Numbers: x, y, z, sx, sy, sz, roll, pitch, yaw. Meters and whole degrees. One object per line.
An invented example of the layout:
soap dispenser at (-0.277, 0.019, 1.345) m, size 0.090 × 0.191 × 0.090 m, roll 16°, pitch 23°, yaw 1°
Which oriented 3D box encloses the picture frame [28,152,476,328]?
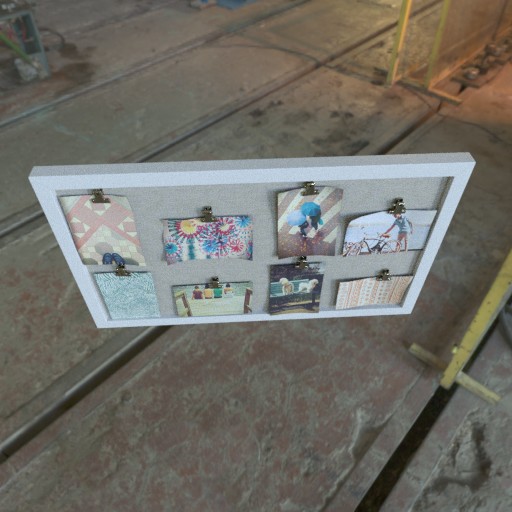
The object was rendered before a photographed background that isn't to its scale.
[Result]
picture frame at (0.000, 0.000, 0.781) m, size 0.647 × 0.379 × 0.044 m, roll -2°, pitch 47°, yaw -2°
